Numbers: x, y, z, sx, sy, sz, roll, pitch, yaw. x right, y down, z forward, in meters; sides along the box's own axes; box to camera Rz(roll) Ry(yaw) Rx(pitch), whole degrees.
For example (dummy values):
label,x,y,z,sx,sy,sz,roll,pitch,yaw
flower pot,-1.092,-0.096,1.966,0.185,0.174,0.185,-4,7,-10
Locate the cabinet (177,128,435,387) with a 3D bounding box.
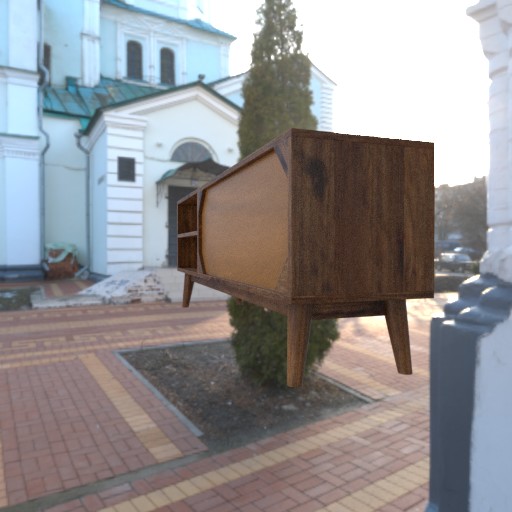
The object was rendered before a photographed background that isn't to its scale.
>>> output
label,x,y,z,sx,sy,sz,roll,pitch,yaw
cabinet,0.000,0.000,1.621,0.349,0.528,1.448,0,1,-19
